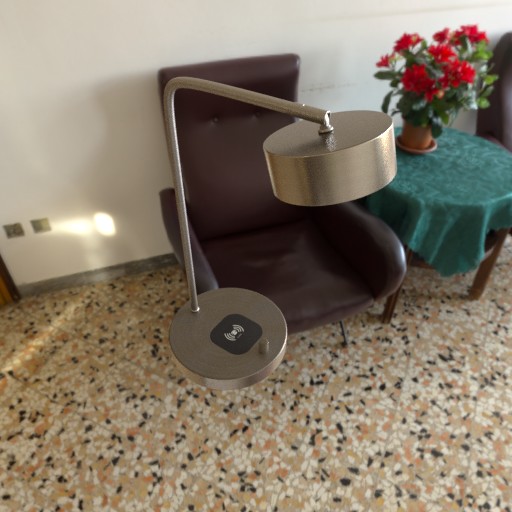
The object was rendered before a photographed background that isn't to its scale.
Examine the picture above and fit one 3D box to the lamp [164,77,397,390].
[{"bbox_3d":[0.000,0.000,0.635,0.334,0.469,0.211,25,47,26],"label":"lamp"}]
